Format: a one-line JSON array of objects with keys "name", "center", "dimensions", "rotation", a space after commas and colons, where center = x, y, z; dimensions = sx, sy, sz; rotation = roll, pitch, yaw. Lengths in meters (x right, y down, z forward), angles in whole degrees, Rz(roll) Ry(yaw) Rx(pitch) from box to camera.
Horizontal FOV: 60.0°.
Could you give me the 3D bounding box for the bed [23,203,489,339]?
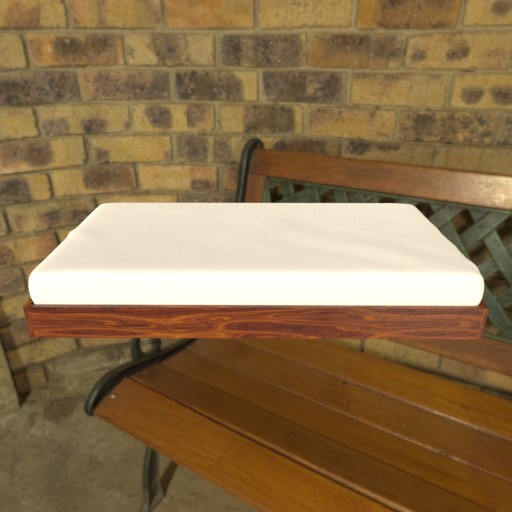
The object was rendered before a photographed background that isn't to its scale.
[{"name": "bed", "center": [0.000, 0.000, 2.190], "dimensions": [1.860, 0.312, 0.940], "rotation": [0, 25, 0]}]
